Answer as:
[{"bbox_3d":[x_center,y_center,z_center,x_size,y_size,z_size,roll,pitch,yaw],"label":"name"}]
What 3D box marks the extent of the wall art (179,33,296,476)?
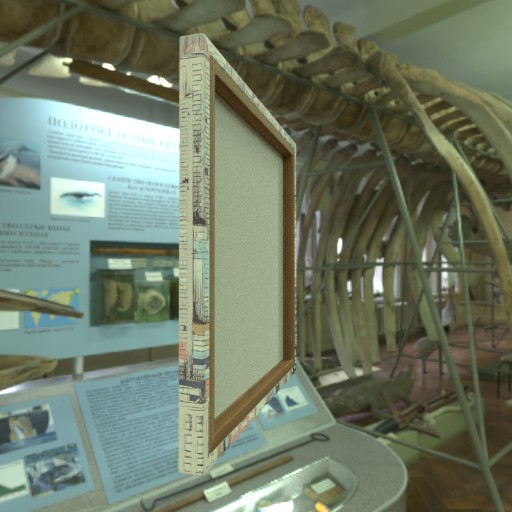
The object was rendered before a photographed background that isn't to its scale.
[{"bbox_3d":[0.000,0.000,1.126,0.048,0.762,0.761,0,-1,17],"label":"wall art"}]
